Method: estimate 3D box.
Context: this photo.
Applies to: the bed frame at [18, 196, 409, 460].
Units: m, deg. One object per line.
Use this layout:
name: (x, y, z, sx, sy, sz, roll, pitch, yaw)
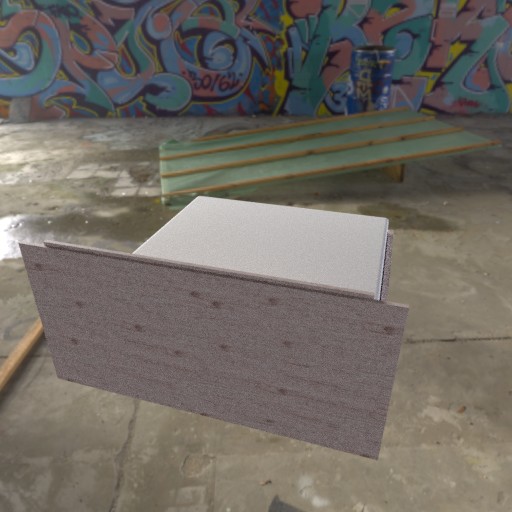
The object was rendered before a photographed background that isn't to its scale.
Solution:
bed frame: (0.000, 0.000, 3.153, 1.950, 0.970, 2.080, 9, 30, 15)
